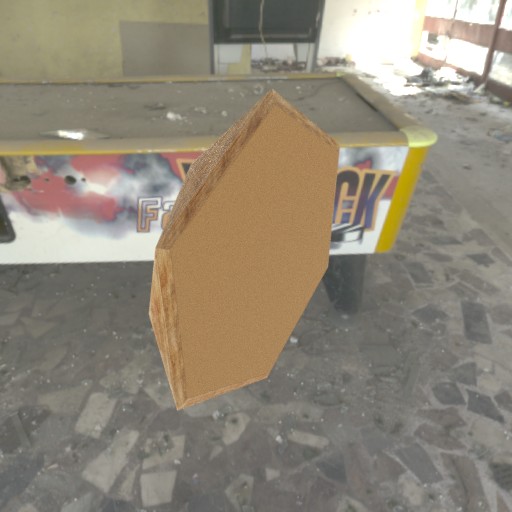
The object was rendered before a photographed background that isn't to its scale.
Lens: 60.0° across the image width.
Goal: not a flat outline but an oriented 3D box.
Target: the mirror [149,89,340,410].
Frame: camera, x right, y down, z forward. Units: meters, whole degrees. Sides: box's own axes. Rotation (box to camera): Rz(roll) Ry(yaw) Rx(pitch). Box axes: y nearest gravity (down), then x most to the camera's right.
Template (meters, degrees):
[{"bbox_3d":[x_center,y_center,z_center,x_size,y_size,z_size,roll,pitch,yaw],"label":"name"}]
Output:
[{"bbox_3d":[0.000,0.000,1.074,0.091,0.779,0.675,20,36,30],"label":"mirror"}]
